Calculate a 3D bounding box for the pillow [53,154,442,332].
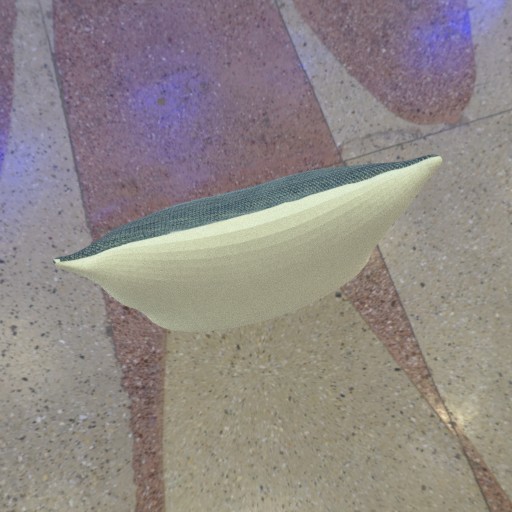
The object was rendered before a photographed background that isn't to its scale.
[{"bbox_3d":[0.000,0.000,0.677,0.440,0.441,0.182,-15,76,-4],"label":"pillow"}]
